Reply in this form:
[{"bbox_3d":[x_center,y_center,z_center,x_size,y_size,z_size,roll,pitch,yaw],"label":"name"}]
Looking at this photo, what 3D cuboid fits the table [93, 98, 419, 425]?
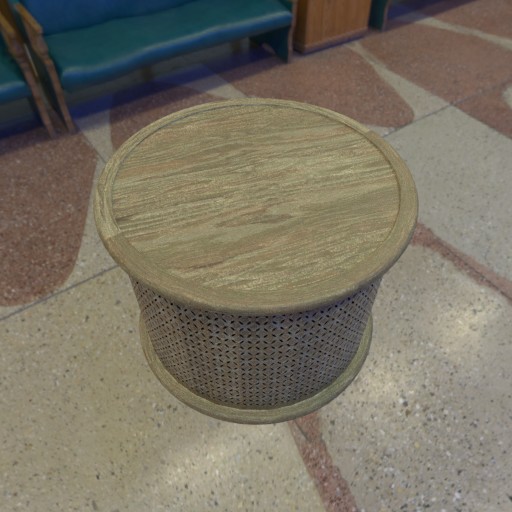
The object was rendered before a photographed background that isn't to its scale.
[{"bbox_3d":[0.000,0.000,1.011,0.607,0.450,0.607,0,48,0],"label":"table"}]
